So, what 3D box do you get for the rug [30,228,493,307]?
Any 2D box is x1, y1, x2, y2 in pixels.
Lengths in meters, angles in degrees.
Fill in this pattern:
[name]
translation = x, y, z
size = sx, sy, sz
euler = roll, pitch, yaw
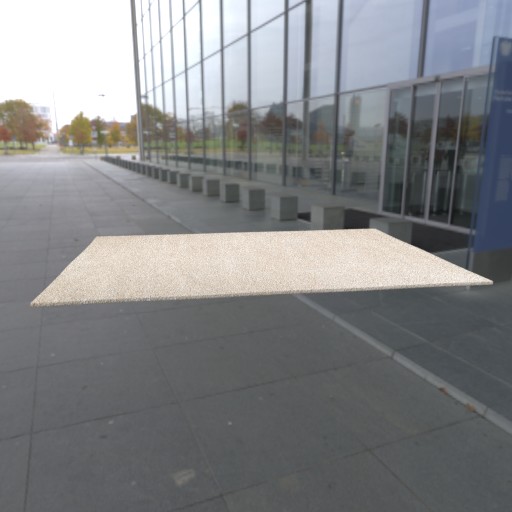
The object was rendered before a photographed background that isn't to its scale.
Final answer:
[rug]
translation = 0.000, 0.000, 3.412
size = 2.699, 0.025, 1.800
euler = -2, 14, -8
